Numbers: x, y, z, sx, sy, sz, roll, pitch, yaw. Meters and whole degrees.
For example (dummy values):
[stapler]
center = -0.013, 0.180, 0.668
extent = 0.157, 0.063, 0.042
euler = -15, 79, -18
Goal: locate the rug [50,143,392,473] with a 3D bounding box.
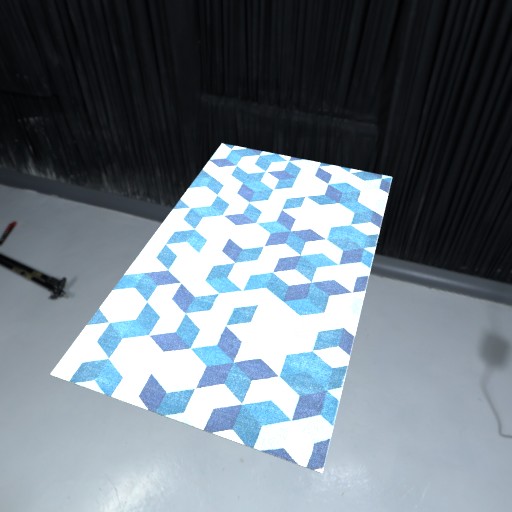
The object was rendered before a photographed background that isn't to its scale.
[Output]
[rug]
center = 0.000, 0.000, 3.033
extent = 1.518, 0.015, 2.438
euler = 14, 48, 13
